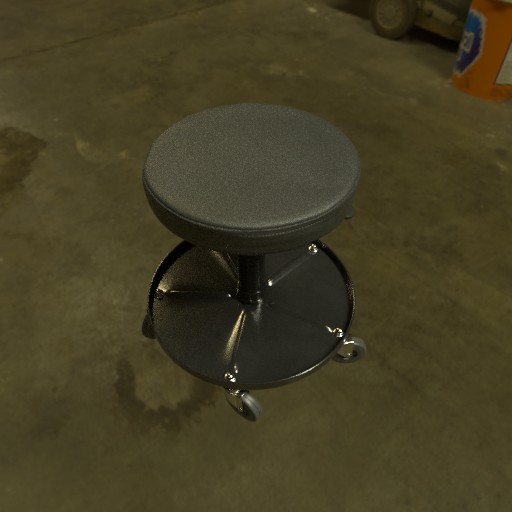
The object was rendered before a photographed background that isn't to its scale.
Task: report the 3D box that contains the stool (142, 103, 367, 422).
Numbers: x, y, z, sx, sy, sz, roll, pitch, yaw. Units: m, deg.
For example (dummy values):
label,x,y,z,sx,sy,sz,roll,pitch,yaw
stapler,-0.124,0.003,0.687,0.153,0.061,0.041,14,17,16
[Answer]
label,x,y,z,sx,sy,sz,roll,pitch,yaw
stool,0.000,0.000,0.682,0.382,0.365,0.381,5,47,4
